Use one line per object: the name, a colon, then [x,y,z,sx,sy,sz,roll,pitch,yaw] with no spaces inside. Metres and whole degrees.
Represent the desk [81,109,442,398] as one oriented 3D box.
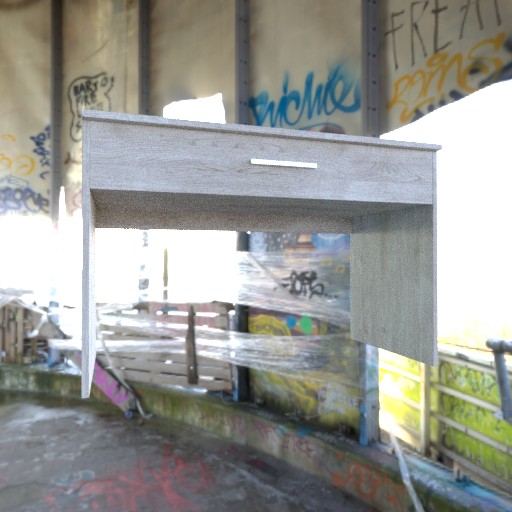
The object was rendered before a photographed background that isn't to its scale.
desk: [0.000,0.000,1.542,1.100,0.730,0.560,0,0,-18]
